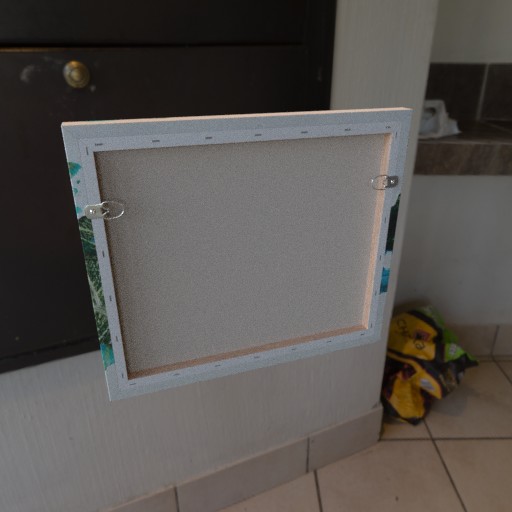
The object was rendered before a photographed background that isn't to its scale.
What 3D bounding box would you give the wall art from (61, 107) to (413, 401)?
[{"bbox_3d":[0.000,0.000,0.999,0.711,0.610,0.043,-8,26,-17],"label":"wall art"}]
